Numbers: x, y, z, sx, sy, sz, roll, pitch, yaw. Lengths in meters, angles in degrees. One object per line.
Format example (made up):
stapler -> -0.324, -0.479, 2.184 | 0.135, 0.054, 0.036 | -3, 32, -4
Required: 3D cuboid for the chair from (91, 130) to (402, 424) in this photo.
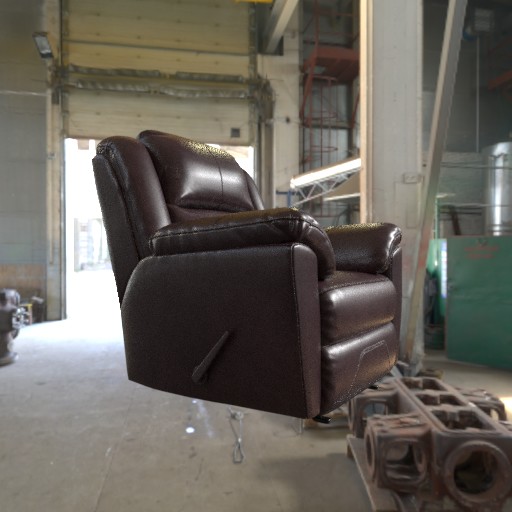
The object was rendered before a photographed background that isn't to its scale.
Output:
chair -> 0.000, 0.000, 1.880 | 1.041, 1.093, 0.990 | 0, 1, 35
